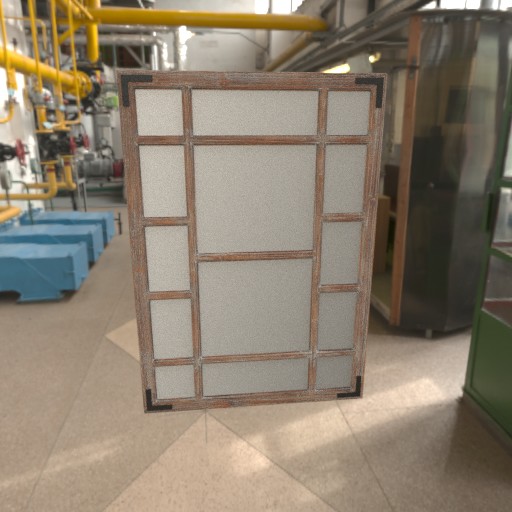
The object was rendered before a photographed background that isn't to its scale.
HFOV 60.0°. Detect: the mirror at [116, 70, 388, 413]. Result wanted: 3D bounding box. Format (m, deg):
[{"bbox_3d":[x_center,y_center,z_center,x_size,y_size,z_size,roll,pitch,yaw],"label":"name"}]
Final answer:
[{"bbox_3d":[0.000,0.000,1.291,0.705,0.996,0.025,-2,16,-6],"label":"mirror"}]
